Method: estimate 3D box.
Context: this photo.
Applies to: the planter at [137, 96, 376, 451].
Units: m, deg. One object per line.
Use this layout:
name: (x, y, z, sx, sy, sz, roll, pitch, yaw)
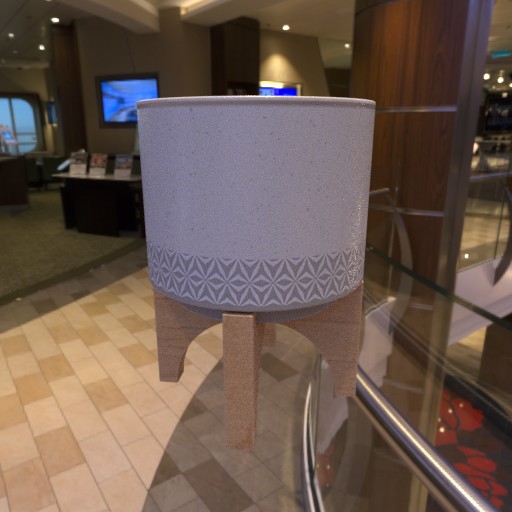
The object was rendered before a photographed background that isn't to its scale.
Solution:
planter: (0.000, 0.000, 0.273, 0.130, 0.178, 0.130, 0, 16, 0)
